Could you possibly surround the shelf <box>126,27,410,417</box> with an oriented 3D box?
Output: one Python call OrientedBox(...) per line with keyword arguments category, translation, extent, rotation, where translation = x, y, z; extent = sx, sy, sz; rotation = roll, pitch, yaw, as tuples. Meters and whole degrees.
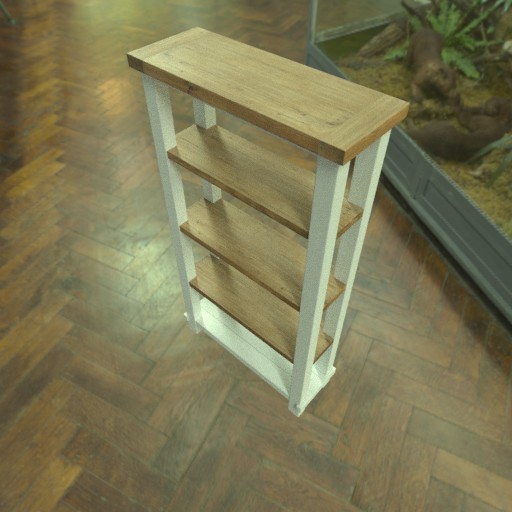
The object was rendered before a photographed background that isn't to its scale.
OrientedBox(category="shelf", translation=(0.000, 0.000, 2.273), extent=(1.022, 1.878, 0.381), rotation=(33, 55, 27))
